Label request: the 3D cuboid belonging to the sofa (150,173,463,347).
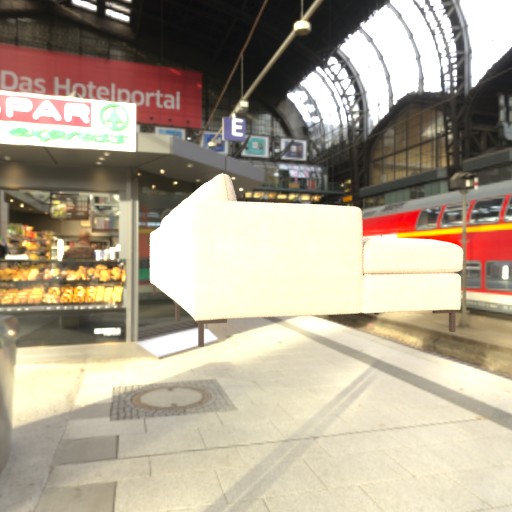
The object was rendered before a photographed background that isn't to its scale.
[{"bbox_3d":[0.000,0.000,3.546,1.469,0.816,2.923,0,0,-17],"label":"sofa"}]
